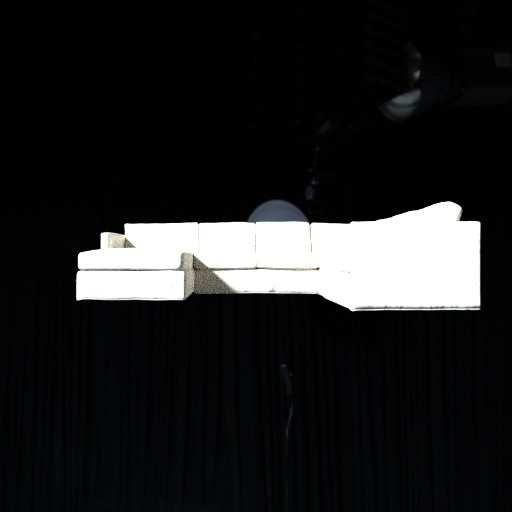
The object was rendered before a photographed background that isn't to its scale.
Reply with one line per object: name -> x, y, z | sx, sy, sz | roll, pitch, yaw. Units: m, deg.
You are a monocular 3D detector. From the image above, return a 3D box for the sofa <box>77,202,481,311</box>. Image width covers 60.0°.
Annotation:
sofa -> 0.000, 0.000, 4.608 | 3.464, 0.882, 2.448 | 0, 0, -2
